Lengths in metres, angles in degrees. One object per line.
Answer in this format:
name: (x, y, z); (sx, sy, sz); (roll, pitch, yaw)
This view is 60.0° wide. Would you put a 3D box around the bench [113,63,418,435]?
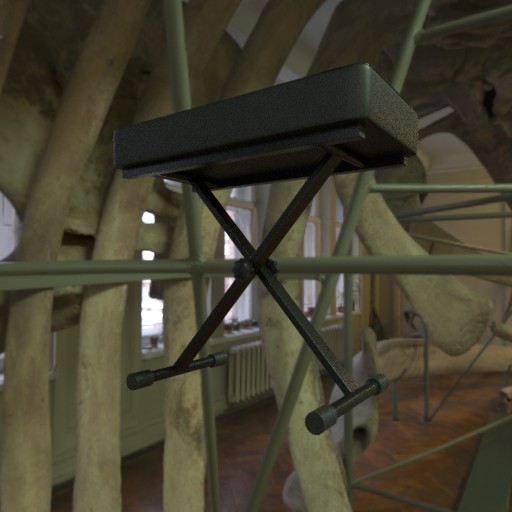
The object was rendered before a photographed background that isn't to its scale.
bench: (0.000, 0.000, 0.932); (0.600, 0.561, 0.300); (-1, -2, 35)
